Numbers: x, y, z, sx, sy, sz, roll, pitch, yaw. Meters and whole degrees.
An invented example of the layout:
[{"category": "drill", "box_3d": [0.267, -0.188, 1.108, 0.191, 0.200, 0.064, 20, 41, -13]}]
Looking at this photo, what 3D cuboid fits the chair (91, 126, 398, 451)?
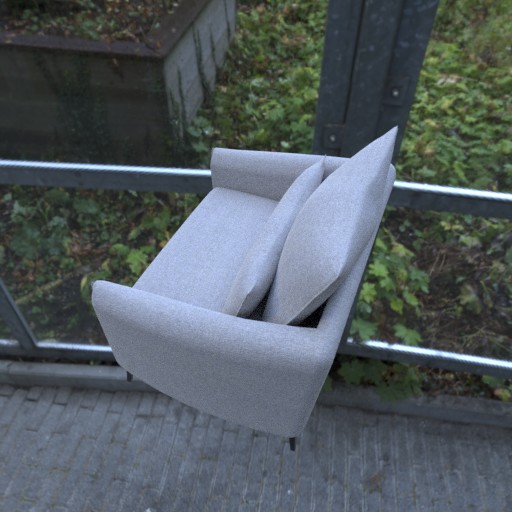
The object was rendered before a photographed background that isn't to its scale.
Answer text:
[{"category": "chair", "box_3d": [0.000, 0.000, 1.665, 0.801, 0.856, 1.029, 17, 48, 16]}]
